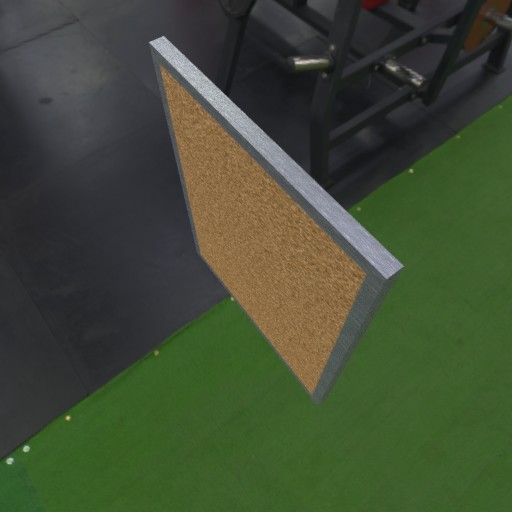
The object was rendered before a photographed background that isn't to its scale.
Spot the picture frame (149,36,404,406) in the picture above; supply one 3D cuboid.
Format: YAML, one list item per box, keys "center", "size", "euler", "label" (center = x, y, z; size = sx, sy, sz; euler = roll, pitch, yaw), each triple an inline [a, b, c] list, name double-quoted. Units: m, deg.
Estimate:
- center: [0.000, 0.000, 0.757]
  size: [0.029, 0.559, 0.454]
  euler: [-33, 65, -18]
  label: "picture frame"
